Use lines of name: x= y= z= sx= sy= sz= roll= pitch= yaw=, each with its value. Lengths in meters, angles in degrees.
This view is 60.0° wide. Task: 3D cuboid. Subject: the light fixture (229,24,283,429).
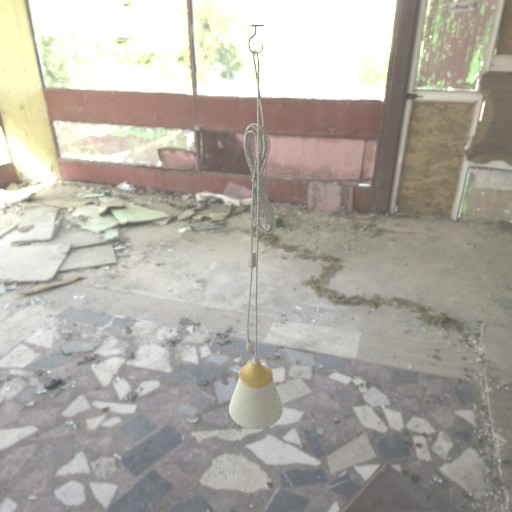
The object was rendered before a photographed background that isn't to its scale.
light fixture: x=0.000 y=0.000 z=1.044 sx=0.153 sy=0.966 sz=0.153 roll=-19 pitch=32 yaw=-32
